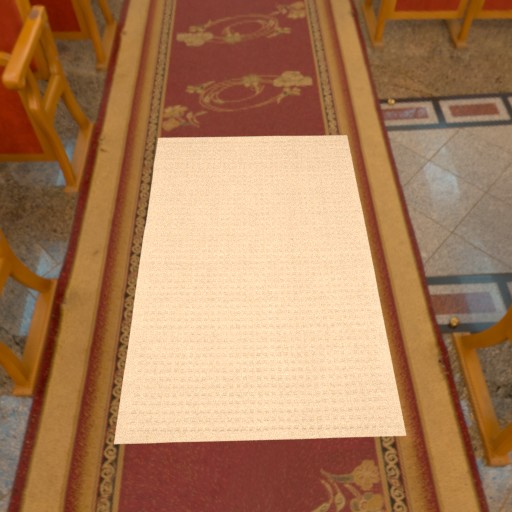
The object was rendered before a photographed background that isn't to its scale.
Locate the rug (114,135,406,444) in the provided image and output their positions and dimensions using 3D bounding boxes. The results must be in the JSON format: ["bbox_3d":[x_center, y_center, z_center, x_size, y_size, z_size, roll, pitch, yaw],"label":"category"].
[{"bbox_3d":[0.000,0.000,2.929,1.523,0.006,2.289,-1,57,-1],"label":"rug"}]
